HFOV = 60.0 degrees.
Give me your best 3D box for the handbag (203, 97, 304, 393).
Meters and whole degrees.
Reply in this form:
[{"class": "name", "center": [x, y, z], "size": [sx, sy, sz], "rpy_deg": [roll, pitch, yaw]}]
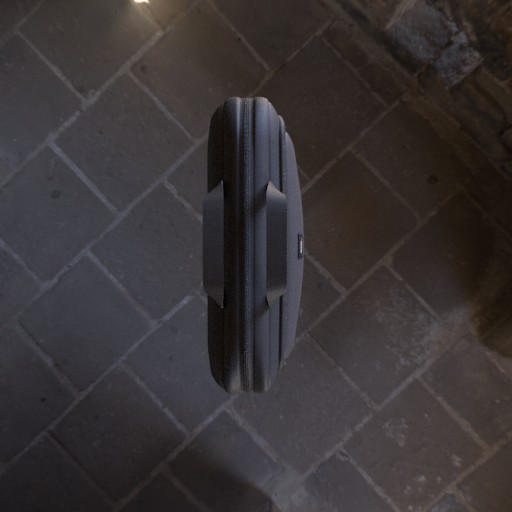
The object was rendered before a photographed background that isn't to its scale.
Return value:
[{"class": "handbag", "center": [0.000, 0.000, 0.596], "size": [0.126, 0.330, 0.429], "rpy_deg": [0, 90, 0]}]
